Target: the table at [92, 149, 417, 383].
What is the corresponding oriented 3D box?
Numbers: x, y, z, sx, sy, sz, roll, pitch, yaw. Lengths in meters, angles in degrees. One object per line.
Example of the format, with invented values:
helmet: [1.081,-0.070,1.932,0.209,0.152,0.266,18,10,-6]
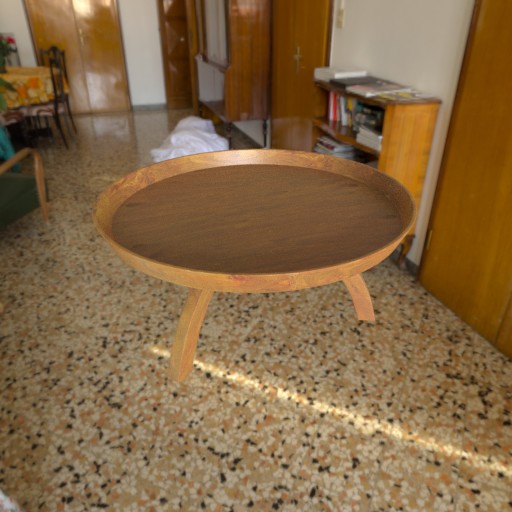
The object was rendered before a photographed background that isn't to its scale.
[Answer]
table: [0.000,0.000,1.547,1.016,0.470,1.016,0,29,0]
